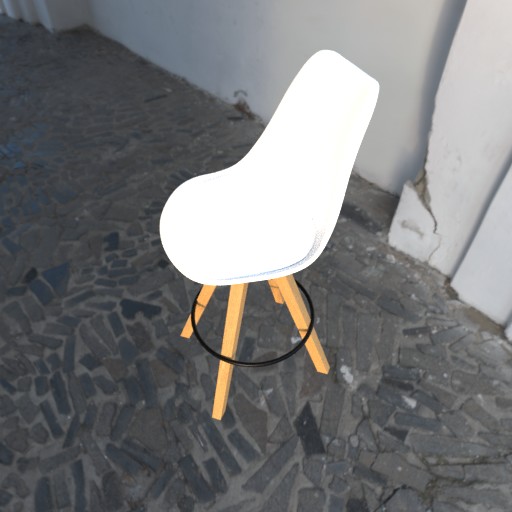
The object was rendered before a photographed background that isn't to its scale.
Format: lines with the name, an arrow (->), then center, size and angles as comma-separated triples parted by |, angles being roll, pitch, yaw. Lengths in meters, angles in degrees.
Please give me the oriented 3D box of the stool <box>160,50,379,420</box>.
stool -> 0.000, 0.000, 1.396 | 0.549, 1.115, 0.482 | -18, 49, -16
